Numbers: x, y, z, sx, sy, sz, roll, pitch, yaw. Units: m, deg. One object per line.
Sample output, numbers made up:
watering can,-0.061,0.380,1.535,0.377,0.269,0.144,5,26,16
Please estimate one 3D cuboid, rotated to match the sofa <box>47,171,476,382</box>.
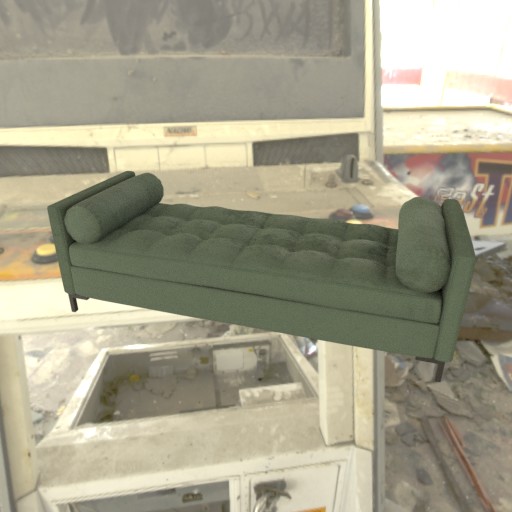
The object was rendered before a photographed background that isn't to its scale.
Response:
sofa,0.000,0.000,2.522,2.130,0.681,0.817,8,27,16
